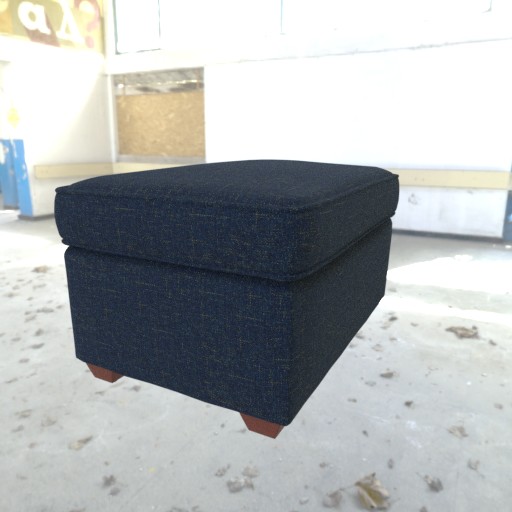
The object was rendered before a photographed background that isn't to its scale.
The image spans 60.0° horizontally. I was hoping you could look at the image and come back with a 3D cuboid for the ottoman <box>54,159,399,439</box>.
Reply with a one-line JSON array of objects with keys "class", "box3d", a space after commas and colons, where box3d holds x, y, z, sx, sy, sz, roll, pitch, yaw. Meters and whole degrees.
[{"class": "ottoman", "box3d": [0.000, 0.000, 1.087, 0.549, 0.450, 0.749, 8, 17, 27]}]
